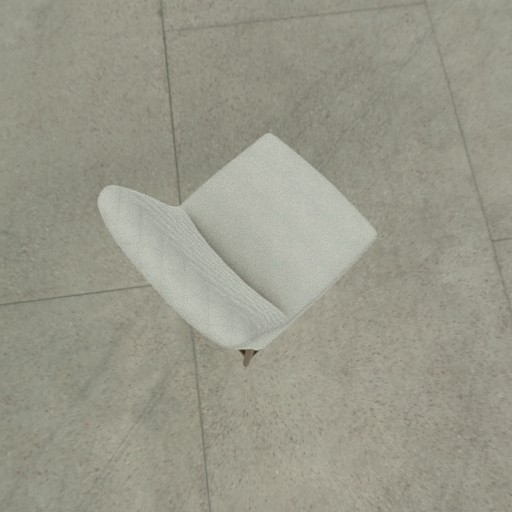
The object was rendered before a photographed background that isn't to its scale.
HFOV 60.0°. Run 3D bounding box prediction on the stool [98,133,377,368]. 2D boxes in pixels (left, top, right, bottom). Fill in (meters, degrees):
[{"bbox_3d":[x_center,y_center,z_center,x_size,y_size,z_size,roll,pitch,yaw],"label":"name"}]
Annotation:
[{"bbox_3d":[0.000,0.000,1.386,0.546,1.084,0.462,-42,79,-10],"label":"stool"}]
